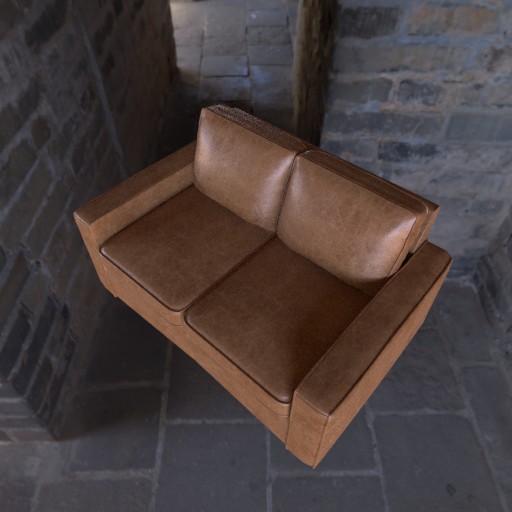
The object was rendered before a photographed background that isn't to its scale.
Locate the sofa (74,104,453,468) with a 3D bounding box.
[{"bbox_3d":[0.000,0.000,2.145,1.532,0.896,1.020,34,56,26],"label":"sofa"}]
